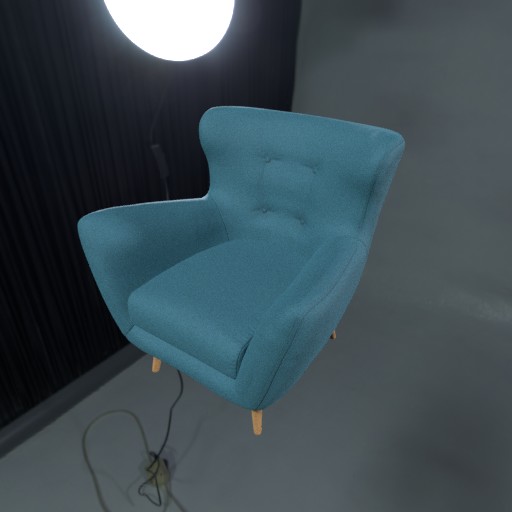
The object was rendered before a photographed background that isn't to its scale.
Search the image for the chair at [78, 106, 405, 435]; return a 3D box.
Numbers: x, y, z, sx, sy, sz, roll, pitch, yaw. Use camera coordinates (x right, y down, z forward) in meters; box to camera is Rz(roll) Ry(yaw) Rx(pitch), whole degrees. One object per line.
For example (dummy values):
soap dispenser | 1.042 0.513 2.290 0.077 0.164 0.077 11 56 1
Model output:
chair | 0.000 0.000 1.622 0.890 0.889 0.889 20 36 30
